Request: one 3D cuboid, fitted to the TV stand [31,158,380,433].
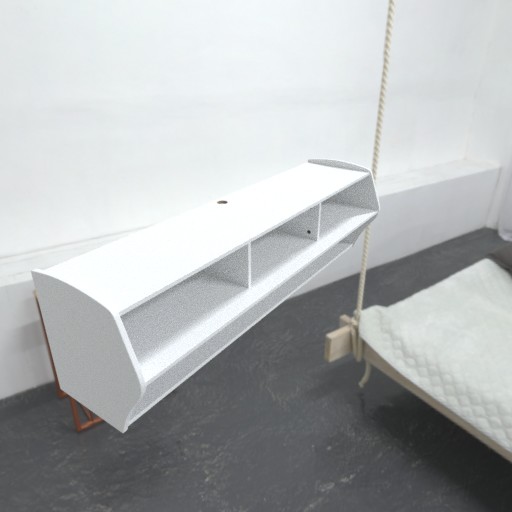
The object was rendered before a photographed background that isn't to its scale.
[{"bbox_3d":[0.000,0.000,1.680,0.397,0.424,1.473,18,31,32],"label":"TV stand"}]
